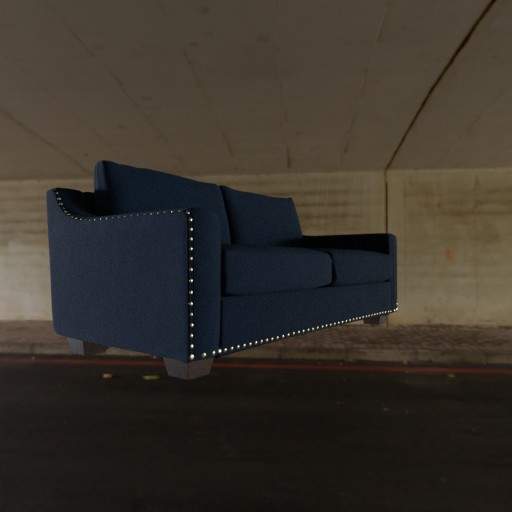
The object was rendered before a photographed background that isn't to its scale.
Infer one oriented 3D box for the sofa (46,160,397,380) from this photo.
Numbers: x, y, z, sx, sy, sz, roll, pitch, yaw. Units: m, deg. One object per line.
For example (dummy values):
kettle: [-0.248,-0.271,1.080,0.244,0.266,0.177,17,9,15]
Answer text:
sofa: [0.000,0.000,2.764,1.104,0.983,2.107,-1,-1,38]
